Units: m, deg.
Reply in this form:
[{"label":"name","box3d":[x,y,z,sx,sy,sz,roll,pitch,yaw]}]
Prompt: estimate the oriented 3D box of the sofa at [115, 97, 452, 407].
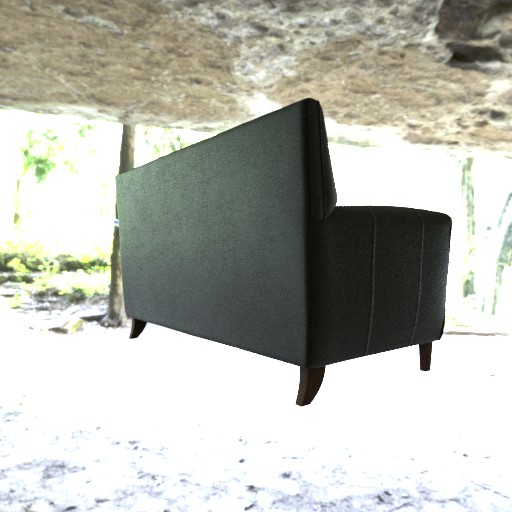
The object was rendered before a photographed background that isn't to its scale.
[{"label":"sofa","box3d":[0.000,0.000,2.014,0.787,0.871,1.473,0,0,-37]}]
